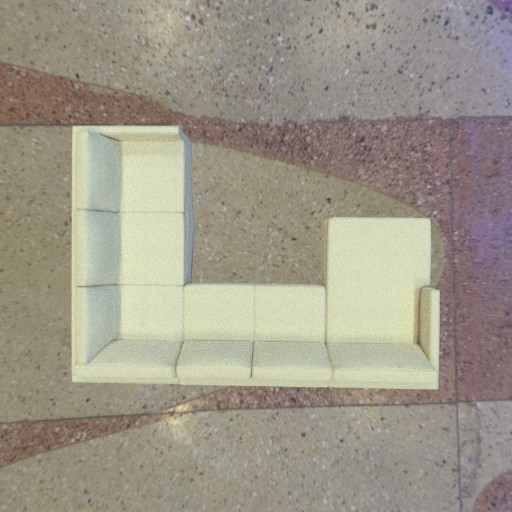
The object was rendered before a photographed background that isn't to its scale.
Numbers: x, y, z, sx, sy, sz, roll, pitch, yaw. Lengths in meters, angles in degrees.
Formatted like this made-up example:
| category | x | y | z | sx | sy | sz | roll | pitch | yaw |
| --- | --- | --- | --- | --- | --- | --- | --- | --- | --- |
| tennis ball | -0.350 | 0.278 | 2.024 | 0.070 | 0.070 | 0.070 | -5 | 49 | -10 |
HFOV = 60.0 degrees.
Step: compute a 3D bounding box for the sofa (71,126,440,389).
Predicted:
| category | x | y | z | sx | sy | sz | roll | pitch | yaw |
| --- | --- | --- | --- | --- | --- | --- | --- | --- | --- |
| sofa | 0.000 | 0.000 | 4.361 | 3.464 | 0.882 | 2.448 | 0 | 91 | 2 |
